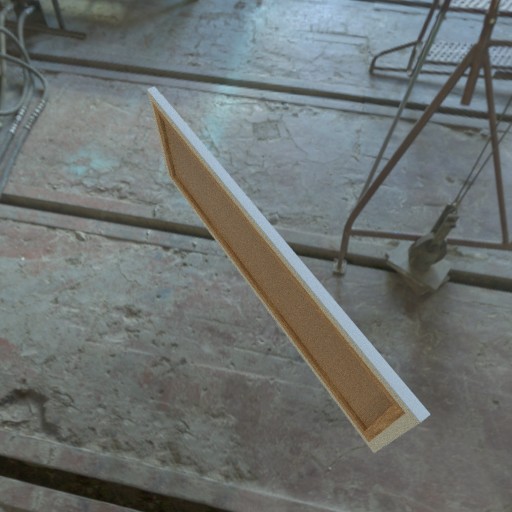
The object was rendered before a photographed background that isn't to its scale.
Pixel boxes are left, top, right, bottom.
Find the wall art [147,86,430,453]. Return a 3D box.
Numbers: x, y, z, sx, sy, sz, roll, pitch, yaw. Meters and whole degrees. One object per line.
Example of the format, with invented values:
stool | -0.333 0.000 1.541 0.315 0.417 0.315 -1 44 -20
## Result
wall art | 0.000 0.000 1.650 0.039 0.507 1.520 -29 63 -17
